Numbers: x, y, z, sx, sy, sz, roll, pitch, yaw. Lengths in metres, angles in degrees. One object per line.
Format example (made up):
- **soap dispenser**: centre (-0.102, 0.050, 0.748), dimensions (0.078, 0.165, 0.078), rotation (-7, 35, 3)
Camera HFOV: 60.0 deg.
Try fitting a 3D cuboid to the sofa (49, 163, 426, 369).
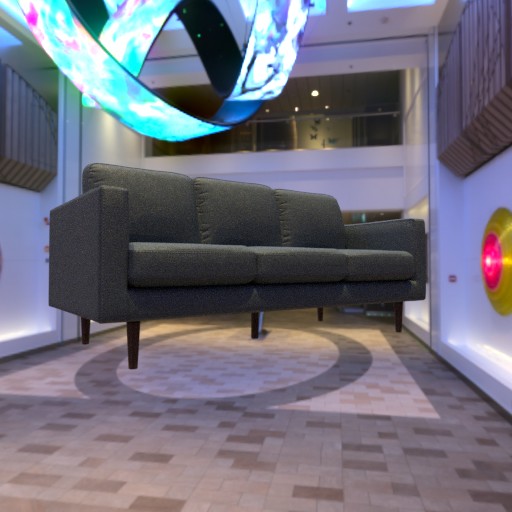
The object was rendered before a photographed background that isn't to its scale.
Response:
- **sofa**: centre (0.000, 0.000, 2.539), dimensions (2.013, 0.945, 0.935), rotation (1, -2, -36)
